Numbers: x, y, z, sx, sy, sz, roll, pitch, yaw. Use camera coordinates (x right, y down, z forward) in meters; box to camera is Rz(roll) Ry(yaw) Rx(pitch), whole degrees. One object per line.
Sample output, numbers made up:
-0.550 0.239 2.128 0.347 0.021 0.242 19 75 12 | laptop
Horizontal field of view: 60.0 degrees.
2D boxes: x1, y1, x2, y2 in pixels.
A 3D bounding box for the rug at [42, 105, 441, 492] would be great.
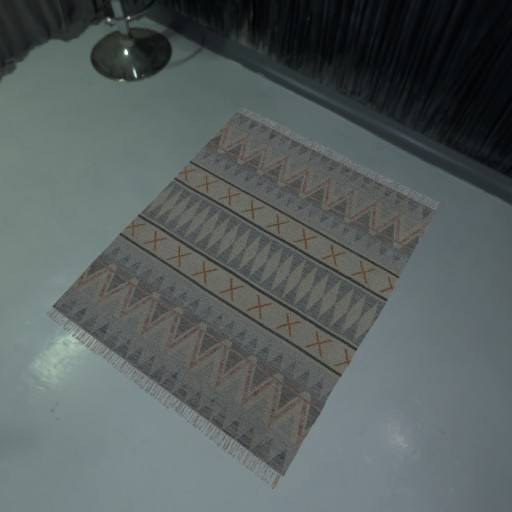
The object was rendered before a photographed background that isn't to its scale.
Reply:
0.000 0.000 4.028 2.371 0.012 3.000 31 66 15 | rug
